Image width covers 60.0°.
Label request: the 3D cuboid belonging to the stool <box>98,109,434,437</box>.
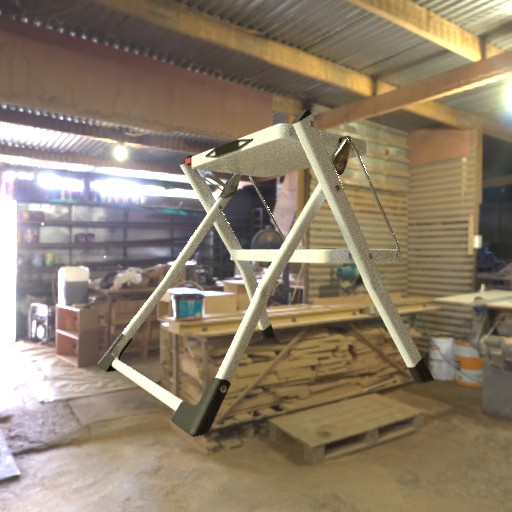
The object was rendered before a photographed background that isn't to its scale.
[{"bbox_3d":[0.000,0.000,0.862,0.490,0.445,0.485,-1,1,-35],"label":"stool"}]
